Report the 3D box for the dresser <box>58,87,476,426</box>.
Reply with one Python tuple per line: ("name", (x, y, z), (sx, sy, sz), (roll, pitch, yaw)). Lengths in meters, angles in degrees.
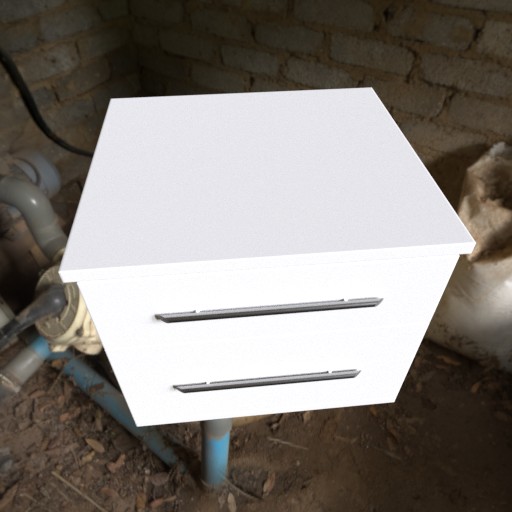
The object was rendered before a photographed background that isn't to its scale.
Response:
("dresser", (0.000, 0.000, 0.710), (0.430, 0.360, 0.400), (-4, 44, -4))
